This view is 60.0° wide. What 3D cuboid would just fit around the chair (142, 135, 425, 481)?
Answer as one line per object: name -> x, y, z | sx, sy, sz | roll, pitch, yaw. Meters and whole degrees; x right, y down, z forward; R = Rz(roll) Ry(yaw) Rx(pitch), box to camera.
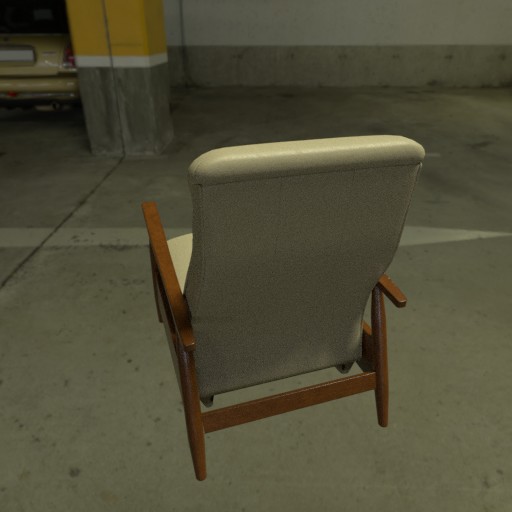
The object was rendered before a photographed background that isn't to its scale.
chair -> 0.000, 0.000, 1.732 | 0.762, 1.082, 1.014 | -9, 28, -16
